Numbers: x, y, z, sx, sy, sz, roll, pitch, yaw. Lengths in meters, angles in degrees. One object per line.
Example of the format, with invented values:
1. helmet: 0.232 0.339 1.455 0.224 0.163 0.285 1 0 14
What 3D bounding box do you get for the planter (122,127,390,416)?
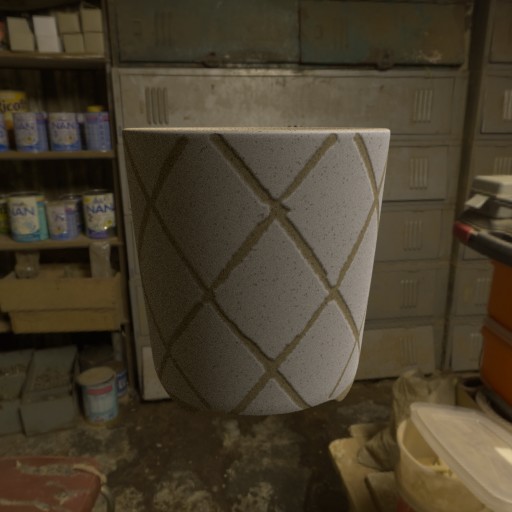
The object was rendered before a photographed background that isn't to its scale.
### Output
1. planter: 0.000 0.000 0.424 0.228 0.235 0.228 0 17 0
